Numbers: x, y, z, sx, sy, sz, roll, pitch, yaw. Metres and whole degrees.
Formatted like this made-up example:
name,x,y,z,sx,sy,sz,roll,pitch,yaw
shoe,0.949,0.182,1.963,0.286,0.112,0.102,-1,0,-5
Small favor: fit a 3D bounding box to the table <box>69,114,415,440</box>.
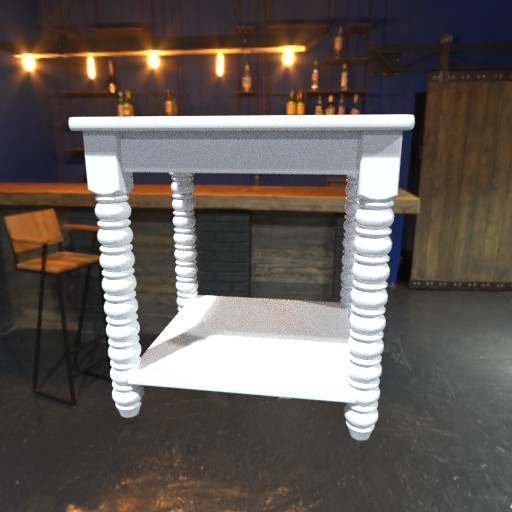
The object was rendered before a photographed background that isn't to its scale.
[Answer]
name,x,y,z,sx,sy,sz,roll,pitch,yaw
table,0.000,0.000,0.972,0.533,0.563,0.500,2,15,8
